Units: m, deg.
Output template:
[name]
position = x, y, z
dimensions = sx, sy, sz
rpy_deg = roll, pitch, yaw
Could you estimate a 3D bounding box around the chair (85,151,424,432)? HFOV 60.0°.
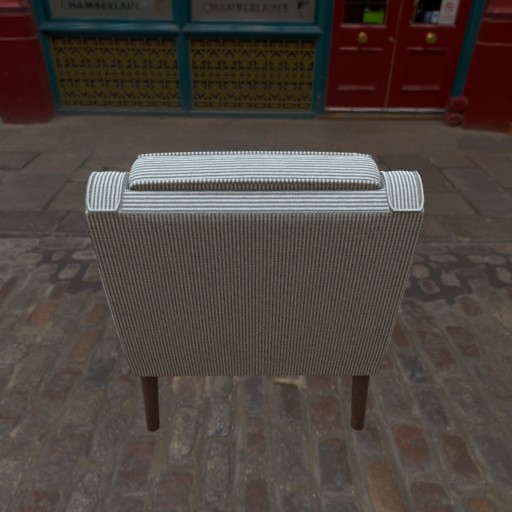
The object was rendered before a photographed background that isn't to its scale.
[chair]
position = 0.000, 0.000, 1.311
dimensions = 0.663, 0.792, 0.743
rpy_deg = 0, 31, 0
